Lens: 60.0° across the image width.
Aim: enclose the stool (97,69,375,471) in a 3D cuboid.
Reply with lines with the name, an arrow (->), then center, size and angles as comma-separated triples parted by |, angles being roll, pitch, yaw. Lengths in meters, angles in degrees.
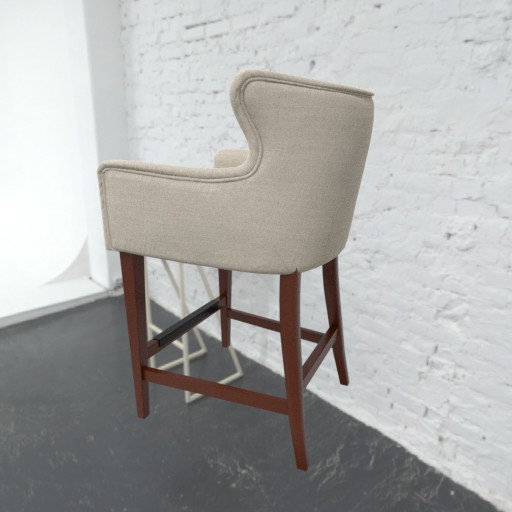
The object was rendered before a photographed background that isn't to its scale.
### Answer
stool -> 0.000, 0.000, 1.346 | 0.637, 0.987, 0.615 | 8, 19, 26
